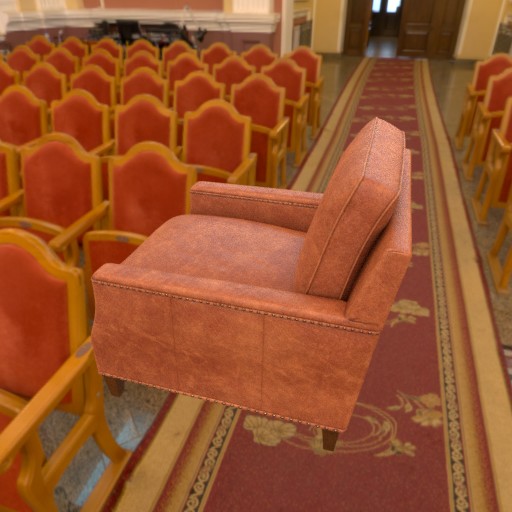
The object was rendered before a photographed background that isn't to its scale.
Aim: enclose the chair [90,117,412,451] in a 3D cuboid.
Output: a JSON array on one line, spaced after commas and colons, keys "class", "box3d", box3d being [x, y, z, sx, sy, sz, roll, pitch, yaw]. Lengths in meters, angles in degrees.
[{"class": "chair", "box3d": [0.000, 0.000, 1.672, 1.014, 0.943, 0.853, 9, 32, 14]}]
